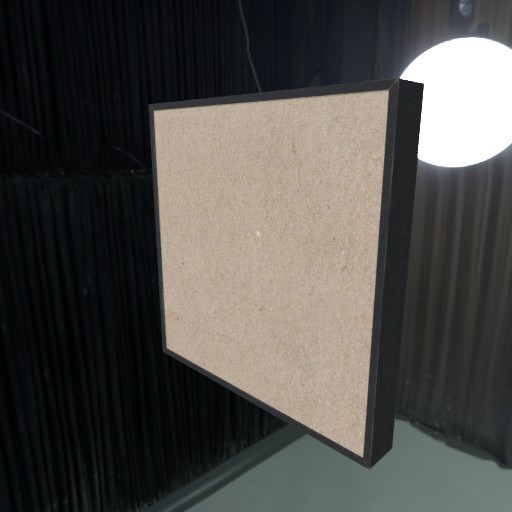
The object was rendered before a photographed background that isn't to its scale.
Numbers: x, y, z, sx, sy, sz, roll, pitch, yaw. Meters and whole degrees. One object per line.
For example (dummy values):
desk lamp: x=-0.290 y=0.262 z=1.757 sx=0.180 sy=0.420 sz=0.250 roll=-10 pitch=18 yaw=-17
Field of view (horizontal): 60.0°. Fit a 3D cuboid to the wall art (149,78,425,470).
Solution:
wall art: x=0.000 y=0.000 z=0.448 sx=0.038 sy=0.305 sz=0.305 roll=-14 pitch=20 yaw=-43
